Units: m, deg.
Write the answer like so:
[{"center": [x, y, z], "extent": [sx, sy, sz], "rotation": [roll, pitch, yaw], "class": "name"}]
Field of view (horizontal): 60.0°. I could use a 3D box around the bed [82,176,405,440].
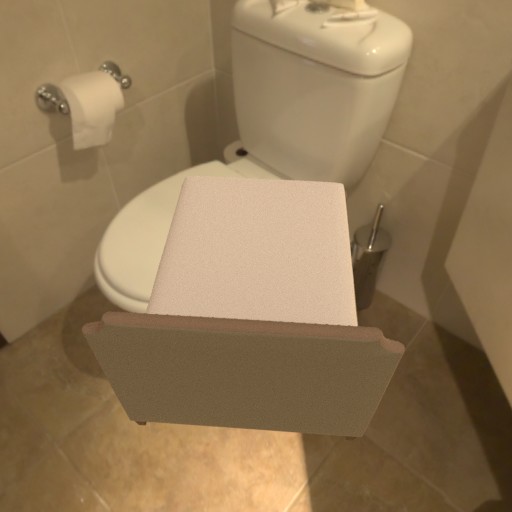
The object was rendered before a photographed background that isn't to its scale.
[{"center": [0.000, 0.000, 3.533], "extent": [1.713, 1.443, 2.372], "rotation": [3, 48, 3], "class": "bed"}]
